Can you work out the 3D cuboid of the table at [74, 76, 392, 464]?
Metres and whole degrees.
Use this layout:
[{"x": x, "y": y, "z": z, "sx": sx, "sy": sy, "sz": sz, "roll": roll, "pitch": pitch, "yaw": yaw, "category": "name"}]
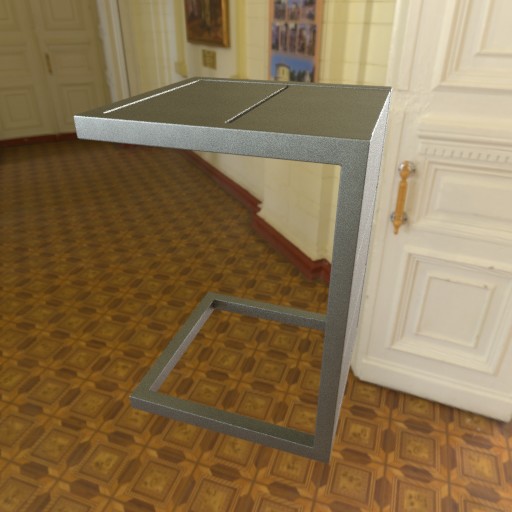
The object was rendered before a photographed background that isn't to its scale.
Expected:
[{"x": 0.000, "y": 0.000, "z": 0.897, "sx": 0.420, "sy": 0.609, "sz": 0.405, "roll": 9, "pitch": 31, "yaw": 16, "category": "table"}]
